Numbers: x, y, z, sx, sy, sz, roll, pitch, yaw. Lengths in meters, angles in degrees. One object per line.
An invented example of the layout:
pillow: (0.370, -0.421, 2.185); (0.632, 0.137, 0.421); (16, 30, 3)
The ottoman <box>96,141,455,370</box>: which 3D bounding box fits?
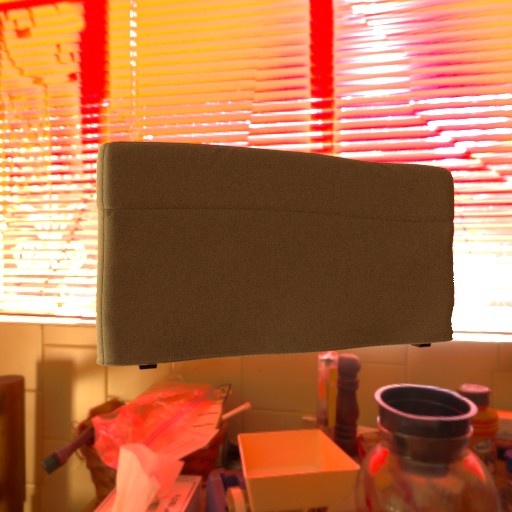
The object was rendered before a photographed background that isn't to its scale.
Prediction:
ottoman: (0.000, 0.000, 1.241); (0.833, 0.461, 0.648); (0, 0, -19)
